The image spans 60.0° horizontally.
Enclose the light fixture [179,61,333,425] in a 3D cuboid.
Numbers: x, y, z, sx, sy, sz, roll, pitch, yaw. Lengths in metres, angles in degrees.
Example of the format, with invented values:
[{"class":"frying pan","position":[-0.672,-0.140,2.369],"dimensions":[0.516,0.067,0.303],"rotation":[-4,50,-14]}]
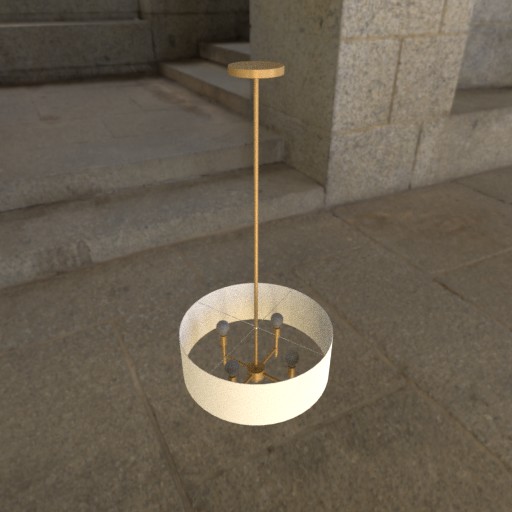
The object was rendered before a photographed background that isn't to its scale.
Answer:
[{"class":"light fixture","position":[0.000,0.000,1.335],"dimensions":[0.508,1.067,0.508],"rotation":[0,31,0]}]
